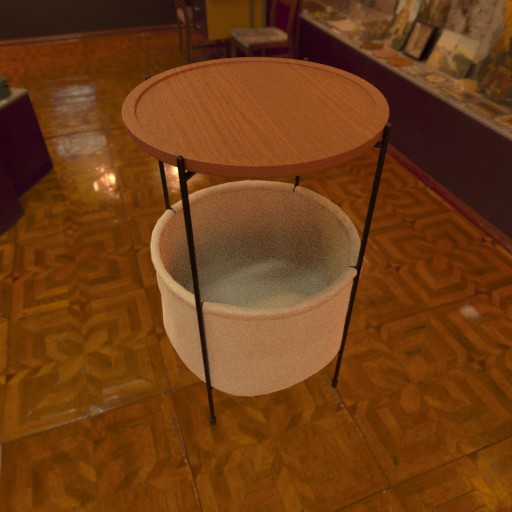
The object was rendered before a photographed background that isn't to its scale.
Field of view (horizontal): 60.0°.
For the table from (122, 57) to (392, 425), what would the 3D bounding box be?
[{"bbox_3d":[0.000,0.000,0.860,0.393,0.623,0.393,-12,43,-14],"label":"table"}]
